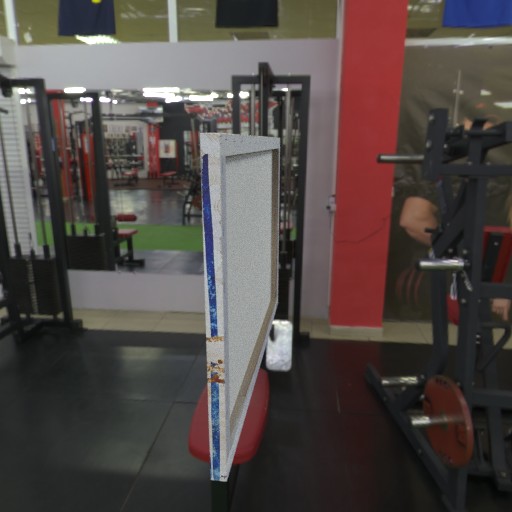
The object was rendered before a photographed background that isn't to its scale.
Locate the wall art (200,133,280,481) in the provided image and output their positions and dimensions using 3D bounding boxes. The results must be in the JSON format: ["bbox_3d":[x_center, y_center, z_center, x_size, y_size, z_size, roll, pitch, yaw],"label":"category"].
[{"bbox_3d":[0.000,0.000,1.453,0.038,0.757,1.143,2,15,8],"label":"wall art"}]
